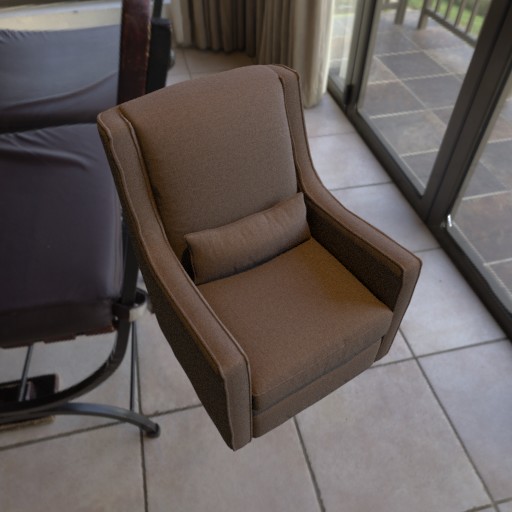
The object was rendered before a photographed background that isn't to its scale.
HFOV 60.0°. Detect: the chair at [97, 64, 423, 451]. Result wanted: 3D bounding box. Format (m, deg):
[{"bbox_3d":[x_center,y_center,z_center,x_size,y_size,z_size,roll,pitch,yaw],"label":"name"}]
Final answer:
[{"bbox_3d":[0.000,0.000,1.579,0.732,0.993,0.879,-25,52,-21],"label":"chair"}]
